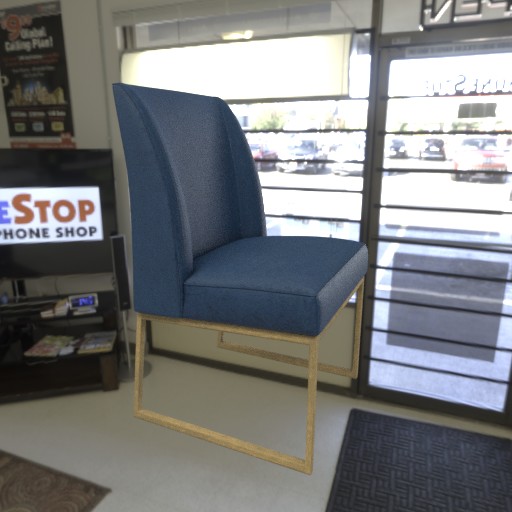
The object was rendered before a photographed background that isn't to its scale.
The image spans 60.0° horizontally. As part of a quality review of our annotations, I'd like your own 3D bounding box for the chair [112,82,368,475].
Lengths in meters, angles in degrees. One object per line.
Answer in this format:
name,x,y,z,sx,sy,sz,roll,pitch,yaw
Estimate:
chair,0.000,0.000,1.204,0.522,0.863,0.508,7,17,24
